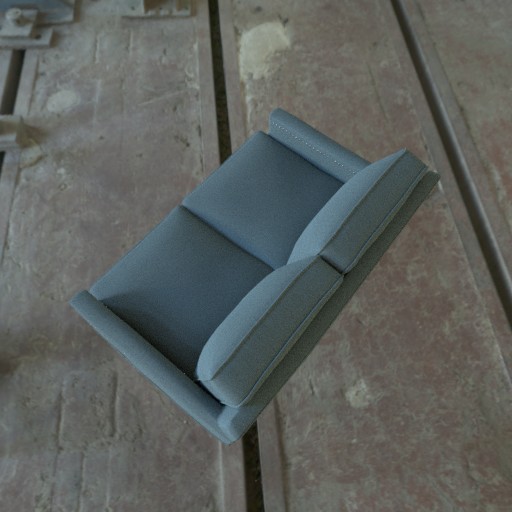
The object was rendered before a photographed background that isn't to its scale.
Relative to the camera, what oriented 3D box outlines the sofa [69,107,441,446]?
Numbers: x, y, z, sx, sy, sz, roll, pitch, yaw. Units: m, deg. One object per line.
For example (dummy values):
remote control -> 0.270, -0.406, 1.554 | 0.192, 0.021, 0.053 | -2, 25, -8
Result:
sofa -> 0.000, 0.000, 2.299 | 1.084, 1.003, 1.597 | 36, 69, 17
